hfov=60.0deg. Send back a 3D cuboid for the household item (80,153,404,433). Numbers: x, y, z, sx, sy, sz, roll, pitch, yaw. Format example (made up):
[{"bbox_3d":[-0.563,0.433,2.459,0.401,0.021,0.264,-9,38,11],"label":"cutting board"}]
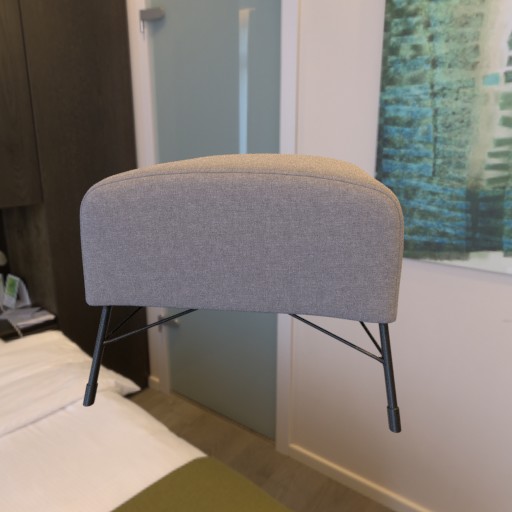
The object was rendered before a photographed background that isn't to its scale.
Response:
[{"bbox_3d":[0.000,0.000,0.922,0.530,0.410,0.530,2,15,8],"label":"household item"}]
